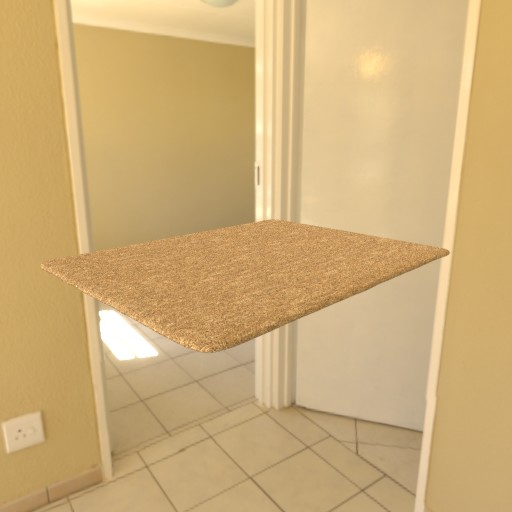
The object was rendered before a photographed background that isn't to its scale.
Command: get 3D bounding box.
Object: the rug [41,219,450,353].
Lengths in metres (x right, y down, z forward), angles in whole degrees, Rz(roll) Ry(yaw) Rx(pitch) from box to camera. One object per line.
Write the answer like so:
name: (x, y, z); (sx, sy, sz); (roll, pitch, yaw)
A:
rug: (0.000, 0.000, 3.823); (2.873, 0.050, 2.242); (-14, 21, -43)
